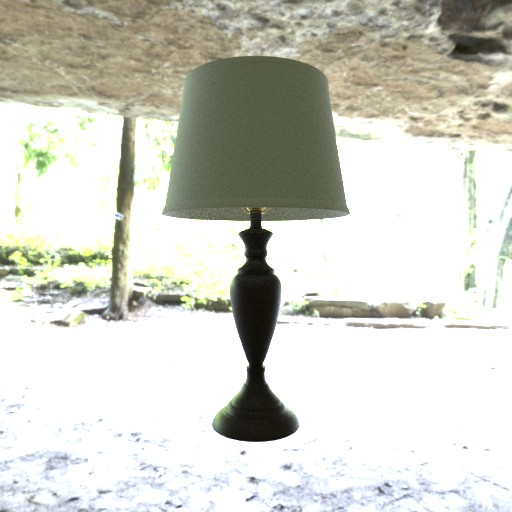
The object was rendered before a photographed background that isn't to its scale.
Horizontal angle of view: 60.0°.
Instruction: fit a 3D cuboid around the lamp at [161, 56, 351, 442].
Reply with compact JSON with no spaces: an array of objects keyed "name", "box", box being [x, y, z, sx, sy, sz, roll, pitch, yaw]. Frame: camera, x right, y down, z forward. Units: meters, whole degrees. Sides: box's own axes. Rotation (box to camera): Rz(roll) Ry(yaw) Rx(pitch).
[{"name":"lamp","box":[0.000,0.000,0.803,0.335,0.611,0.335,0,1,0]}]
